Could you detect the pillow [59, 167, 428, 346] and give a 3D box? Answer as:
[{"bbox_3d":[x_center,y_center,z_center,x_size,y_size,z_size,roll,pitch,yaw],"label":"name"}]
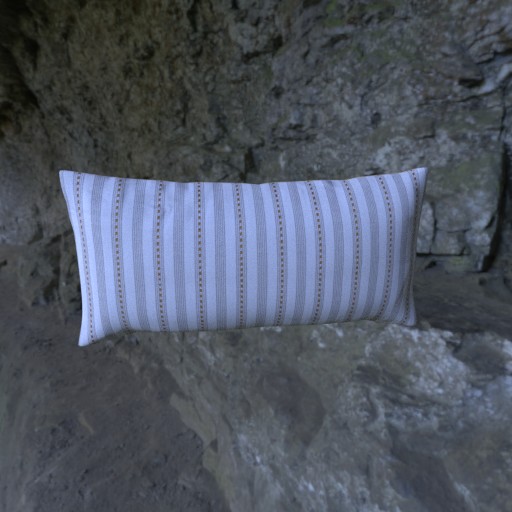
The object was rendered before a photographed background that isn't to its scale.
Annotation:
[{"bbox_3d":[0.000,0.000,0.754,0.608,0.291,0.151,-2,15,-8],"label":"pillow"}]
